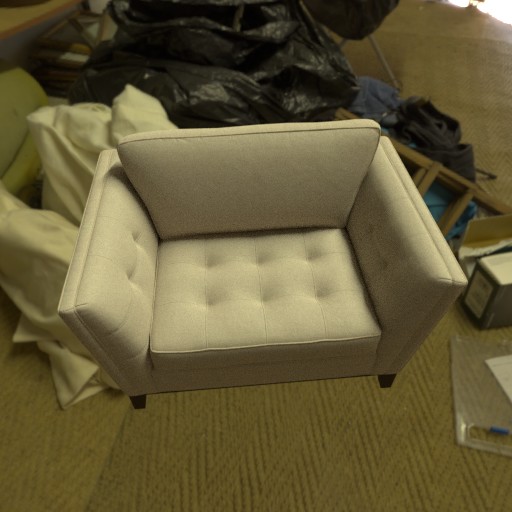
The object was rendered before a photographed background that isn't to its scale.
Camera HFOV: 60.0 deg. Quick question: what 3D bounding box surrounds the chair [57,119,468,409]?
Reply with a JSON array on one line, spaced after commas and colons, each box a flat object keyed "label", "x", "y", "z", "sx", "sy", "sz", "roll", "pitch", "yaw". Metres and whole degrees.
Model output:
[{"label": "chair", "x": 0.000, "y": 0.000, "z": 2.027, "sx": 1.397, "sy": 0.940, "sz": 0.965, "roll": -4, "pitch": 47, "yaw": -4}]
